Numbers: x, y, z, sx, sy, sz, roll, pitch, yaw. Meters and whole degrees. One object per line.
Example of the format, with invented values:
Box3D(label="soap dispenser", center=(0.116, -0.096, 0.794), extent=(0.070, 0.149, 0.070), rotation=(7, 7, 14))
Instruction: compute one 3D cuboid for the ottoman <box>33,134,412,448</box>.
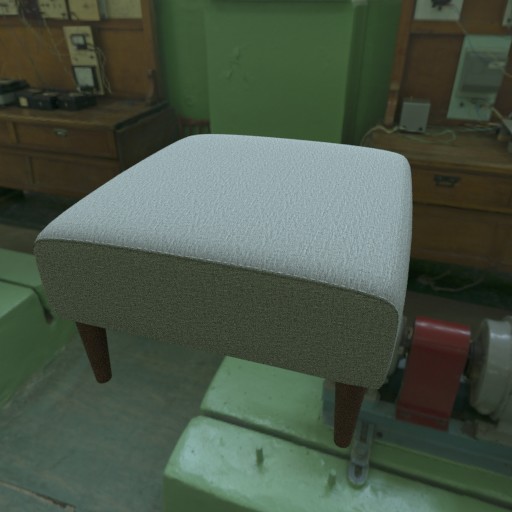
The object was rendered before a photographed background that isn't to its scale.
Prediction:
Box3D(label="ottoman", center=(0.000, 0.000, 1.021), extent=(0.649, 0.398, 0.650), rotation=(9, 32, 15))
